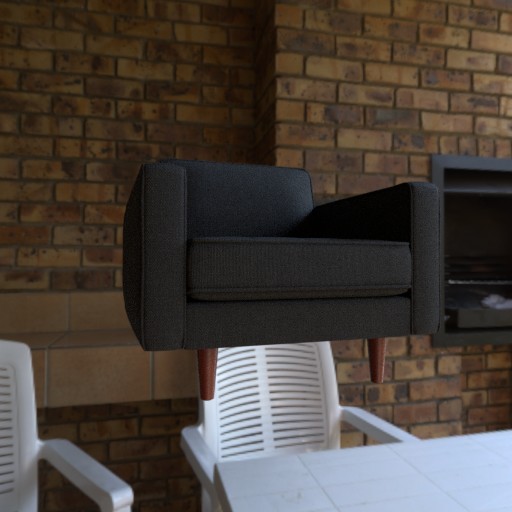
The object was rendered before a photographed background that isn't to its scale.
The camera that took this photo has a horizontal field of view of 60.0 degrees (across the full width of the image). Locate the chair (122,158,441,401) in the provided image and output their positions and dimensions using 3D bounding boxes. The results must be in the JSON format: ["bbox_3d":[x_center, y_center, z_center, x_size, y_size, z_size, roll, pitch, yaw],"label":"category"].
[{"bbox_3d":[0.000,0.000,1.600,0.899,0.770,0.919,0,-1,-19],"label":"chair"}]
